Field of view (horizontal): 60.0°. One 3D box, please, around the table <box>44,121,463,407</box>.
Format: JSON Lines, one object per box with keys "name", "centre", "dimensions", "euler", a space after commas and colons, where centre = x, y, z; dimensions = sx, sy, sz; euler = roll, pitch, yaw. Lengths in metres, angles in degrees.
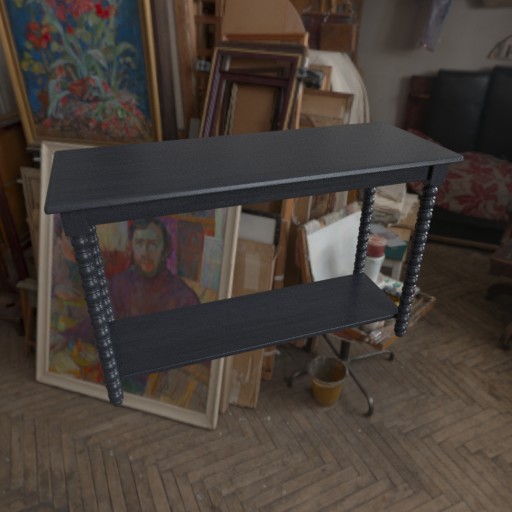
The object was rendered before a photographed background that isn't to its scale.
{"name": "table", "centre": [0.000, 0.000, 1.549], "dimensions": [1.184, 0.735, 0.459], "euler": [-10, 32, -16]}
